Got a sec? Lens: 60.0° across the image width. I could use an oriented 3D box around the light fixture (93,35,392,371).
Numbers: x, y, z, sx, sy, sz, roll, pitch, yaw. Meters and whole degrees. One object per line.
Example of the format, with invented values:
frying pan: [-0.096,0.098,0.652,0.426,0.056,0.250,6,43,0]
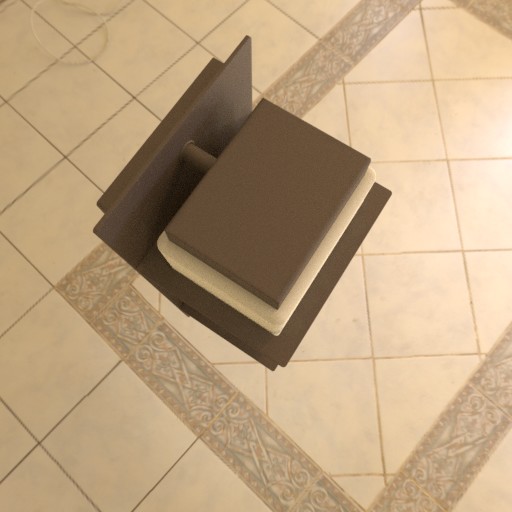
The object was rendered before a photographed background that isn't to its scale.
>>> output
light fixture: [0.000,0.000,0.415,0.146,0.347,0.153,32,77,8]
